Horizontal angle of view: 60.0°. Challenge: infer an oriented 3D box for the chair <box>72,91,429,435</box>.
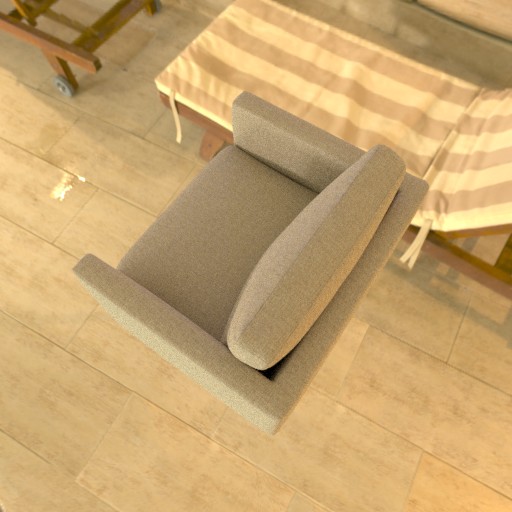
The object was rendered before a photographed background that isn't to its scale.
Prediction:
[{"bbox_3d":[0.000,0.000,1.920,0.959,0.961,1.107,32,68,14],"label":"chair"}]
